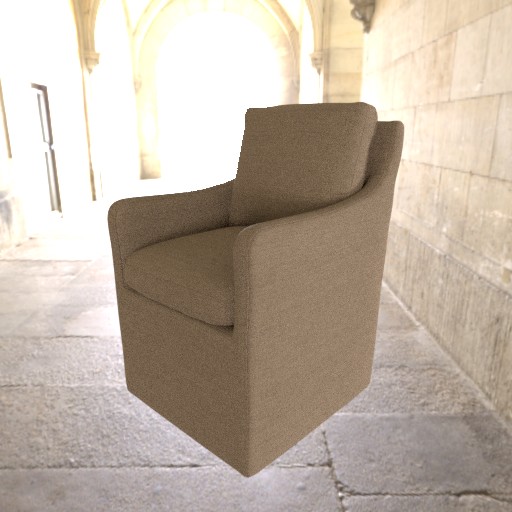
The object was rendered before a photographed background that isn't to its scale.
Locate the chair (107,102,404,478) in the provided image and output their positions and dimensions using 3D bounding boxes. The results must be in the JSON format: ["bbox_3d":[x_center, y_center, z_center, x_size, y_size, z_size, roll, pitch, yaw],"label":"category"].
[{"bbox_3d":[0.000,0.000,1.382,0.626,0.914,0.694,15,22,41],"label":"chair"}]
